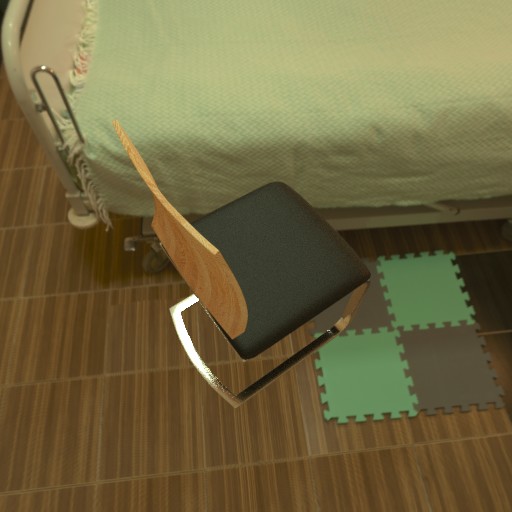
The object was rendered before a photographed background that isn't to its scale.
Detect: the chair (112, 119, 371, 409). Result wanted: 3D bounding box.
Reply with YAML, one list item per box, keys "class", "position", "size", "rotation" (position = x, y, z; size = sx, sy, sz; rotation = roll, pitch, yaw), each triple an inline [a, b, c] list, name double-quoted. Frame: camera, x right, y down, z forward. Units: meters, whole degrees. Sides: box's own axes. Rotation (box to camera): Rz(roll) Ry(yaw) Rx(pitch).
- class: "chair"
  position: [0.000, 0.000, 1.261]
  size: [0.560, 0.936, 0.462]
  rotation: [-31, 64, -17]
